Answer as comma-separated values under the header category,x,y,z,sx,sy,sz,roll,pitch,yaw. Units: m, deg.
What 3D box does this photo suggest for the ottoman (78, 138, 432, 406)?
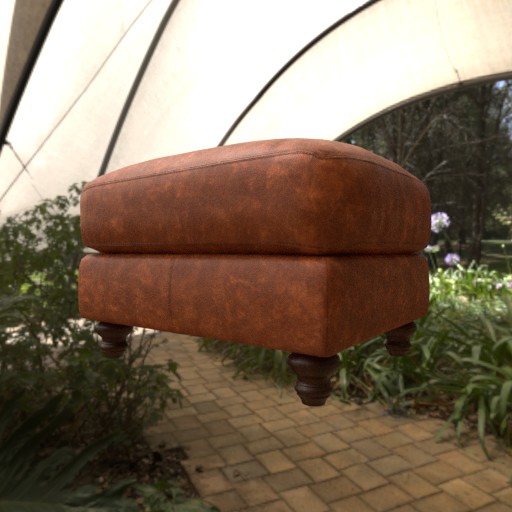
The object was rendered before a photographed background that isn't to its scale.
category,x,y,z,sx,sy,sz,roll,pitch,yaw
ottoman,0.000,0.000,1.247,0.832,0.562,0.657,1,1,36
